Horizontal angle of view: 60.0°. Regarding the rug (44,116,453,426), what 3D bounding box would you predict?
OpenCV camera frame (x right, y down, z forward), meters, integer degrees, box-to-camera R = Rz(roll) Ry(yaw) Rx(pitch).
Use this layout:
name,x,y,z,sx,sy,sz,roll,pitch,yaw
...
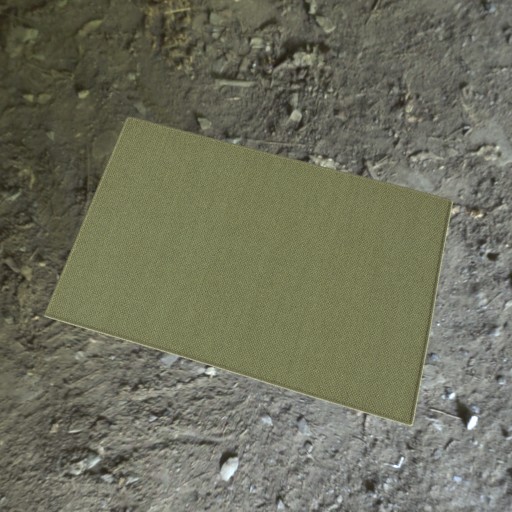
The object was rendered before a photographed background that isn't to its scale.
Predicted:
name,x,y,z,sx,sy,sz,roll,pitch,yaw
rug,0.000,0.000,2.058,1.676,0.013,1.067,16,75,4
